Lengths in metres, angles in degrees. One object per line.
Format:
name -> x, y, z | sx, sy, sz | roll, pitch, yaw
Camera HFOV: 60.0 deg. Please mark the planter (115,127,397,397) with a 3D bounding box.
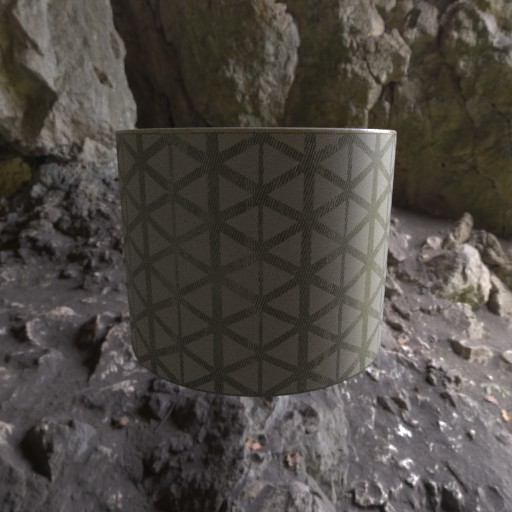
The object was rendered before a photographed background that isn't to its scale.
planter -> 0.000, 0.000, 0.335 | 0.190, 0.181, 0.190 | 0, 15, 0
